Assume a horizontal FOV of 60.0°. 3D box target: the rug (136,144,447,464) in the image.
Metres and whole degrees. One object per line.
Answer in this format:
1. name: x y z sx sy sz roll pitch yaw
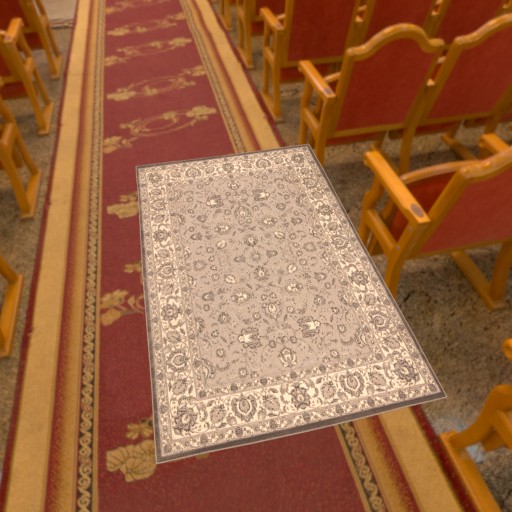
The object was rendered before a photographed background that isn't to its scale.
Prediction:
1. rug: 0.000 0.000 3.015 1.524 0.011 2.438 -9 48 -9
